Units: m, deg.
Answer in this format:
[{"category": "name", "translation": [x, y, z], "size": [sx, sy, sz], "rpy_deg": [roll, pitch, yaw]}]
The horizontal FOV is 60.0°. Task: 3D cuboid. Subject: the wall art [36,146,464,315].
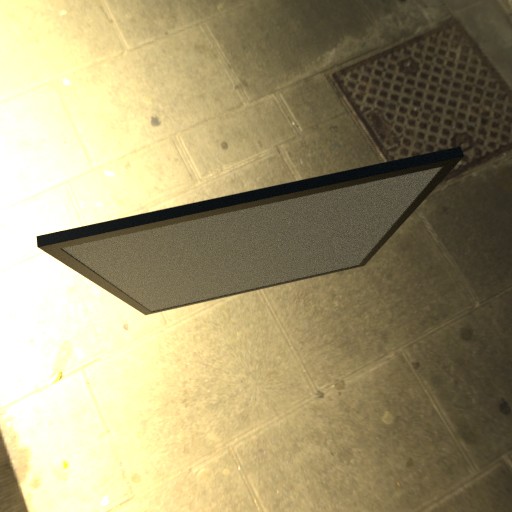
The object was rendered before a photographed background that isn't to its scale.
[{"category": "wall art", "translation": [0.000, 0.000, 1.207], "size": [0.807, 0.807, 0.022], "rpy_deg": [-12, 74, -4]}]
